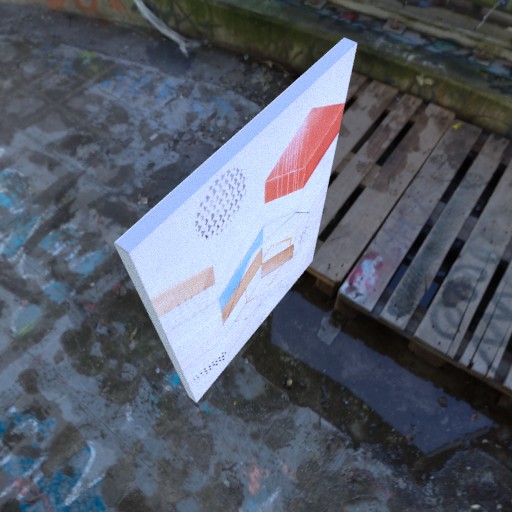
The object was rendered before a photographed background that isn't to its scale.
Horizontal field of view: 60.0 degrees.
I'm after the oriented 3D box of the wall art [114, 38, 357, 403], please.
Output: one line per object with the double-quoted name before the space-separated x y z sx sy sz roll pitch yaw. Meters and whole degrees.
"wall art" 0.000 0.000 1.620 0.046 1.221 0.914 33 64 19
